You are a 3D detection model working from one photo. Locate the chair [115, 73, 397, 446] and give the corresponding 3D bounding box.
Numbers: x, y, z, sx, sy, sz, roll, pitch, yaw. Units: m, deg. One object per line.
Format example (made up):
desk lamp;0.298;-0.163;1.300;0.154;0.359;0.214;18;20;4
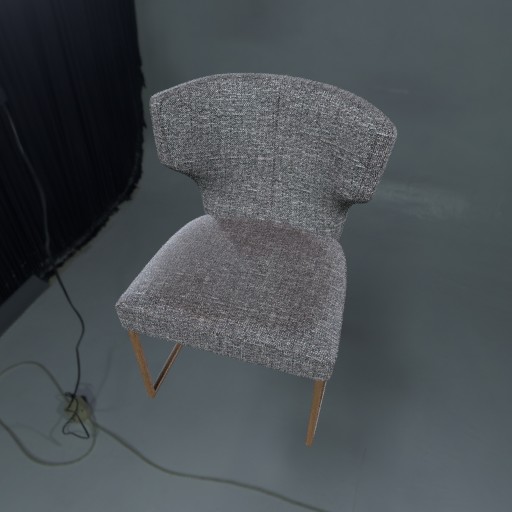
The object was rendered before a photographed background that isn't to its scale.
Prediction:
chair;0.000;0.000;1.255;0.611;0.824;0.617;12;43;13
